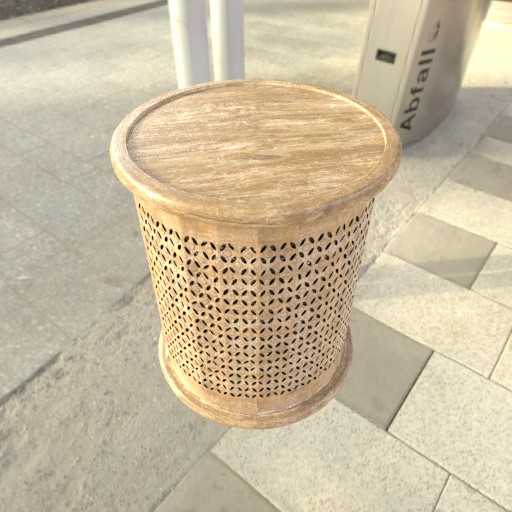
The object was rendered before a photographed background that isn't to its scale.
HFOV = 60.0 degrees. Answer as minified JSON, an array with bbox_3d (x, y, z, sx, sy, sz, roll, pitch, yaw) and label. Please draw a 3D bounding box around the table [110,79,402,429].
[{"bbox_3d":[0.000,0.000,0.788,0.407,0.482,0.407,0,41,0],"label":"table"}]
